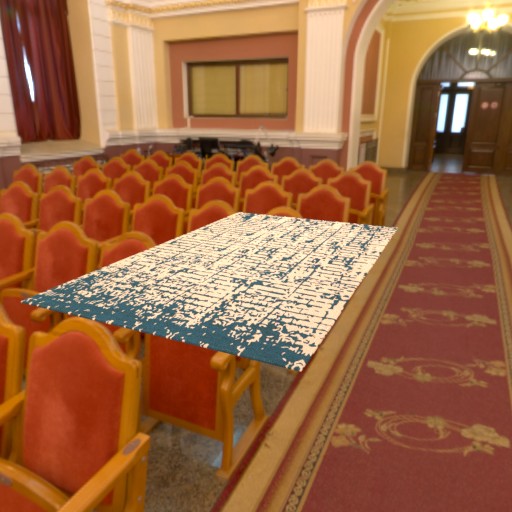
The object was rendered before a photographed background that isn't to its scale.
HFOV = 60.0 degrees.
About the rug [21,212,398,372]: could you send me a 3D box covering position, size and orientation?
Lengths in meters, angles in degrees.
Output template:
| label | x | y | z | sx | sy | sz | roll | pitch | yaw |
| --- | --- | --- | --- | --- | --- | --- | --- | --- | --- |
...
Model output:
| label | x | y | z | sx | sy | sz | roll | pitch | yaw |
| --- | --- | --- | --- | --- | --- | --- | --- | --- | --- |
| rug | 0.000 | 0.000 | 3.007 | 1.517 | 0.011 | 2.435 | 8 | 19 | 24 |
